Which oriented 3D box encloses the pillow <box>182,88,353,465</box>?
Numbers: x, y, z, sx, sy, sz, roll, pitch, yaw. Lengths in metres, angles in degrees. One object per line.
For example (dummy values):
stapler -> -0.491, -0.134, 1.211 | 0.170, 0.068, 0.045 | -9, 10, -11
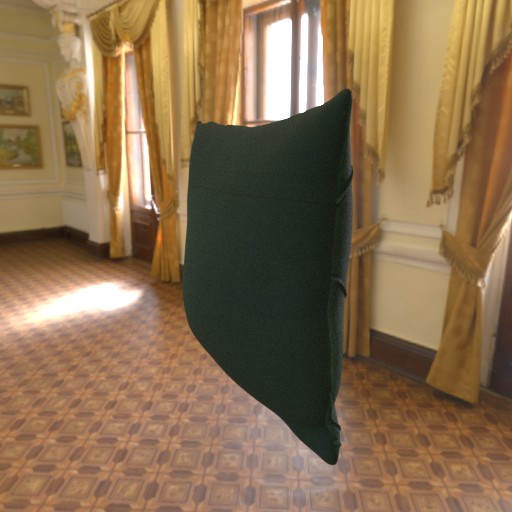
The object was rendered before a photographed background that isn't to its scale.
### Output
pillow -> 0.000, 0.000, 0.684 | 0.184, 0.440, 0.439 | -7, 15, -28
